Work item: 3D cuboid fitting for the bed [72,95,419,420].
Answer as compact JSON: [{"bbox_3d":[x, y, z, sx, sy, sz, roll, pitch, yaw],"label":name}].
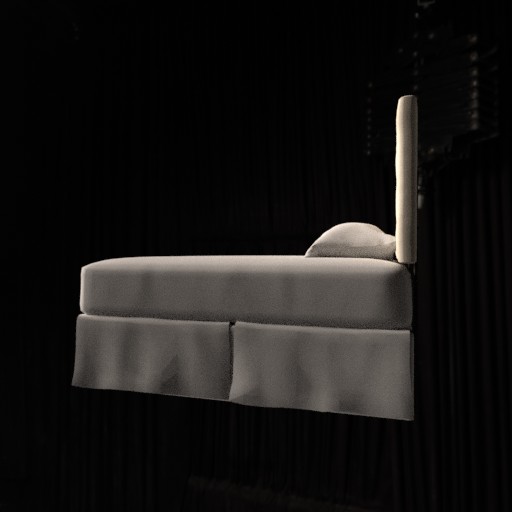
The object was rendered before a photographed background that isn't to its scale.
[{"bbox_3d":[0.000,0.000,2.961,1.997,1.571,1.261,0,0,17],"label":"bed"}]
